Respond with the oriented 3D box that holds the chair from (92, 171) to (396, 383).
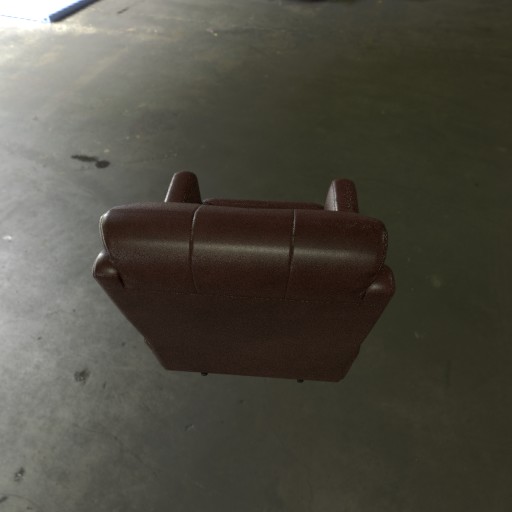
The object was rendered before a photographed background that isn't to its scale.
[{"bbox_3d":[0.000,0.000,1.636,0.787,1.016,0.939,3,47,3],"label":"chair"}]
